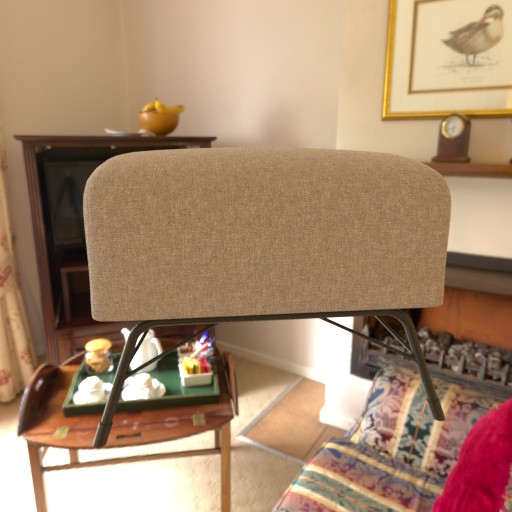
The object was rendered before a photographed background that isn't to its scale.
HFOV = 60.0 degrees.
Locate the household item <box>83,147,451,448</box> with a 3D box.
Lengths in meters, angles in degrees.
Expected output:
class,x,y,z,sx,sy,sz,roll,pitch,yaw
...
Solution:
class,x,y,z,sx,sy,sz,roll,pitch,yaw
household item,0.000,0.000,0.859,0.530,0.410,0.530,-2,14,-7
